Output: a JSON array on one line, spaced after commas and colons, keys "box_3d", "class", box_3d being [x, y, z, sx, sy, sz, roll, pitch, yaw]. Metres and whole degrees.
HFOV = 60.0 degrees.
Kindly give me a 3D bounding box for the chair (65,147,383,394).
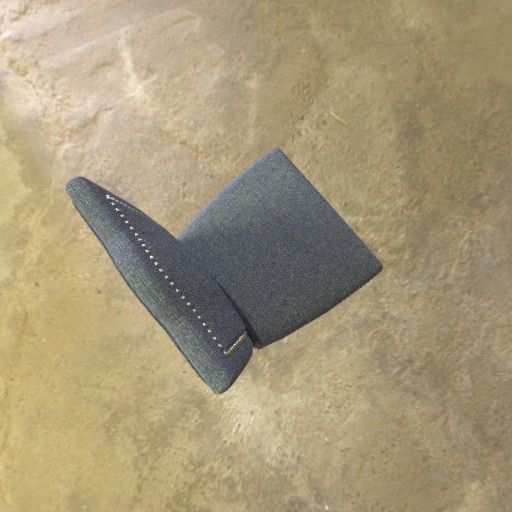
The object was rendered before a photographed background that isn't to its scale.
[{"box_3d": [0.000, 0.000, 1.271, 0.589, 0.946, 0.518, -37, 78, -9], "class": "chair"}]
